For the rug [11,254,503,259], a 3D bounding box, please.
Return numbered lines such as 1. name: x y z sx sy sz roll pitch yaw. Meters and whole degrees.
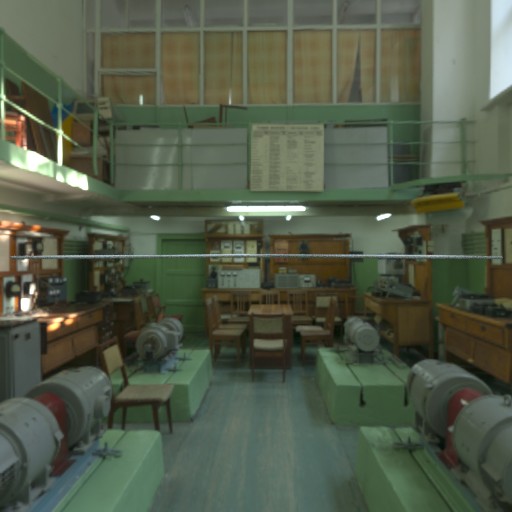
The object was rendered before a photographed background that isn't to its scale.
1. rug: 0.000 0.000 2.222 1.820 0.022 1.179 0 0 0
